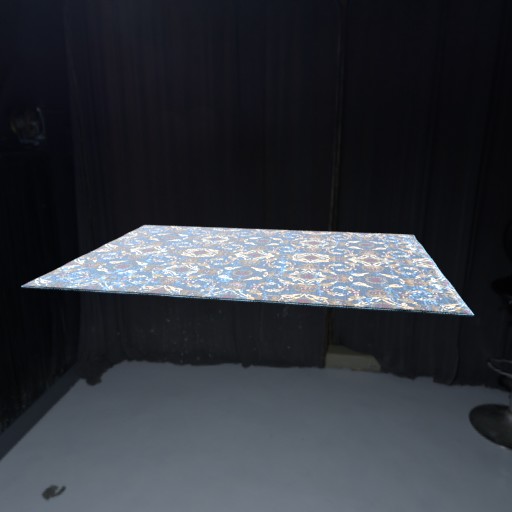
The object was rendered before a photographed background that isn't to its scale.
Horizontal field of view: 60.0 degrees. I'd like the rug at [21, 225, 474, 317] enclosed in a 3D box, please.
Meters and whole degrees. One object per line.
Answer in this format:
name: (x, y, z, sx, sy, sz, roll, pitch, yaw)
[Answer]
rug: (0.000, 0.000, 2.858, 2.207, 0.014, 1.567, 3, 16, 9)
